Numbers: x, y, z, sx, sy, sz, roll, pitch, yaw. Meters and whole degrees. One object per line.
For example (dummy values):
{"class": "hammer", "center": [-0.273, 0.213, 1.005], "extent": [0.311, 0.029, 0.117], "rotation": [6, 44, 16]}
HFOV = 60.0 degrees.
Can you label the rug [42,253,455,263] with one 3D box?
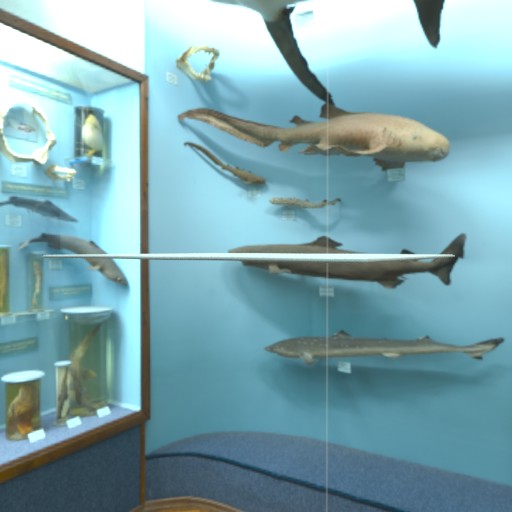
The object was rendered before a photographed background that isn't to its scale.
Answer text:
{"class": "rug", "center": [0.000, 0.000, 4.202], "extent": [3.066, 0.030, 2.462], "rotation": [1, 1, 34]}
